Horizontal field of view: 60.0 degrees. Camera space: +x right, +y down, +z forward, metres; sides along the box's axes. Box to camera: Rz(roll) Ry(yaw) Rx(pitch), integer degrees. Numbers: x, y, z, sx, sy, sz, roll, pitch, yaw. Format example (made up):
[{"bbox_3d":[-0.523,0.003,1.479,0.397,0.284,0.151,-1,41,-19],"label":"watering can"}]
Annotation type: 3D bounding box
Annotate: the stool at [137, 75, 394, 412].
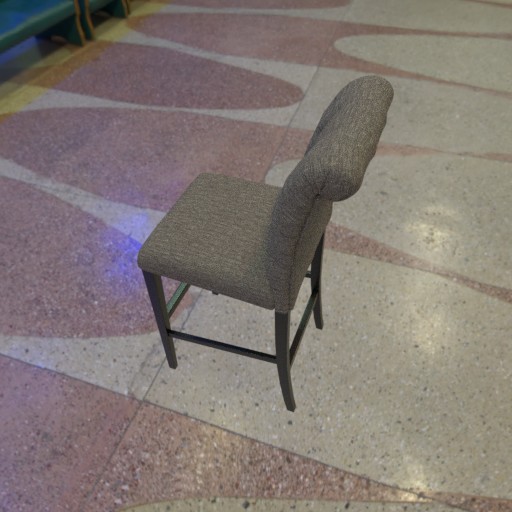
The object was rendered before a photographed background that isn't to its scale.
[{"bbox_3d":[0.000,0.000,1.460,0.613,1.131,0.452,16,49,14],"label":"stool"}]
